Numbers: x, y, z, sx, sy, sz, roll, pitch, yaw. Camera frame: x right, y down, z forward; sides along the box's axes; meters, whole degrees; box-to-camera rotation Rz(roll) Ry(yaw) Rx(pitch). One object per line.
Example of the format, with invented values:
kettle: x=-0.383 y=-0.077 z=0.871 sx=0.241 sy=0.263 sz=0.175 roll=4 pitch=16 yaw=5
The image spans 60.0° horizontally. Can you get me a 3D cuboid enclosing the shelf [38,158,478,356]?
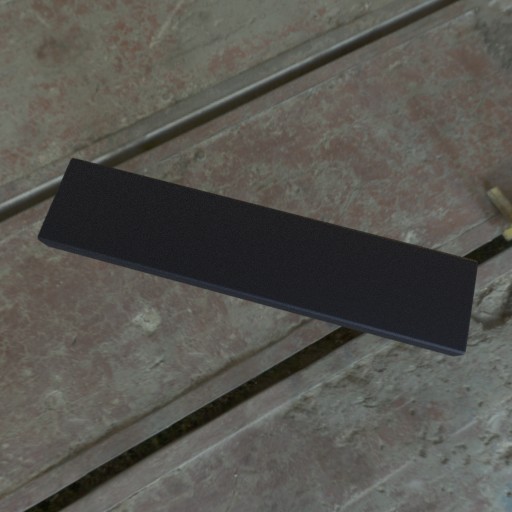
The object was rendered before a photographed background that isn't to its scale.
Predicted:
shelf: x=0.000 y=0.000 z=0.491 sx=0.456 sy=0.053 sz=0.102 roll=15 pitch=75 yaw=4
